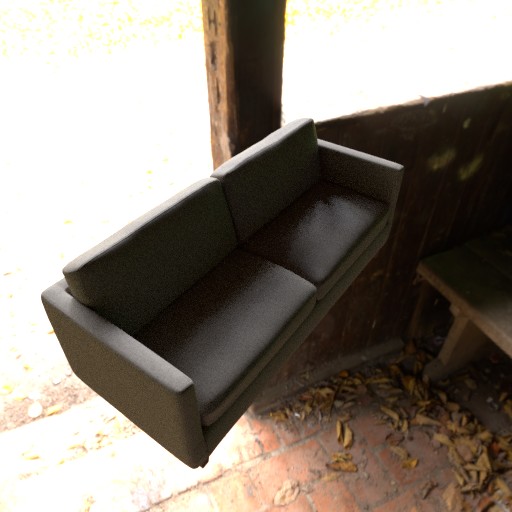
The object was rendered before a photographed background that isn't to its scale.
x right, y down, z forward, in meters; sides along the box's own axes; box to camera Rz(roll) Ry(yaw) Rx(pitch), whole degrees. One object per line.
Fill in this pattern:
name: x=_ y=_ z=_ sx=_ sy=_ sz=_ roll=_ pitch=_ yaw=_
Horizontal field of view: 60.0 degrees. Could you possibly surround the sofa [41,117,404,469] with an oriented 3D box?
sofa: x=0.000 y=0.000 z=2.703 sx=0.956 sy=0.963 sz=2.208 roll=26 pitch=47 yaw=27
